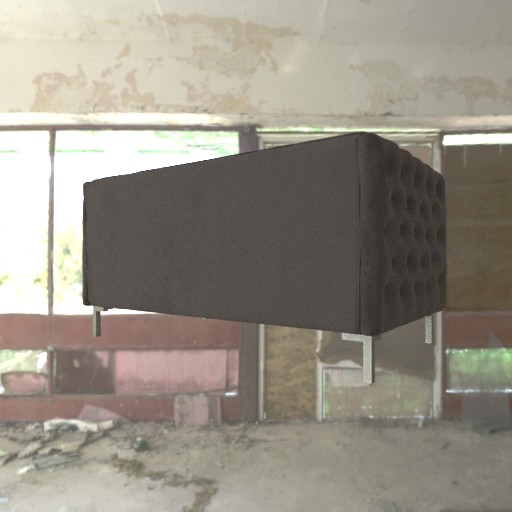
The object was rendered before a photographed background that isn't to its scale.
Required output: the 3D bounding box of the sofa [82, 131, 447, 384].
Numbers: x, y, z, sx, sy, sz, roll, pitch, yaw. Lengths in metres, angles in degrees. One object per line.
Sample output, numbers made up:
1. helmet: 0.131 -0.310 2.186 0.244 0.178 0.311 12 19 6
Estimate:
1. sofa: 0.000 0.000 2.157 1.583 0.810 0.909 0 0 36
